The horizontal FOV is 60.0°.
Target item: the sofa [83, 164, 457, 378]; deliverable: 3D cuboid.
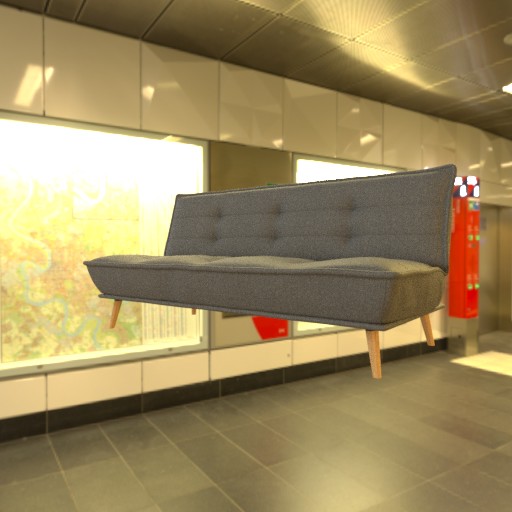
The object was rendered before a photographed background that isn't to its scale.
[{"bbox_3d":[0.000,0.000,2.456,1.940,0.890,0.950,1,1,37],"label":"sofa"}]
